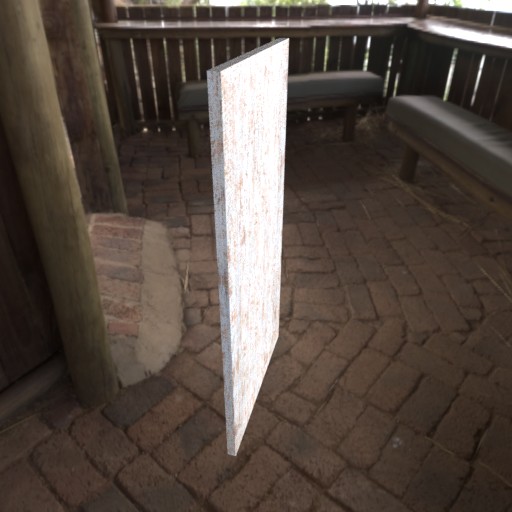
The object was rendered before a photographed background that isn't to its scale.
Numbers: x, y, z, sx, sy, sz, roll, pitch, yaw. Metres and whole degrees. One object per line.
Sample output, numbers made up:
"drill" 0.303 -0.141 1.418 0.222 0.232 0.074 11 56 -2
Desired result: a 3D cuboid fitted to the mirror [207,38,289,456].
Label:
"mirror" 0.000 0.000 1.090 0.027 0.922 0.472 9 33 13
